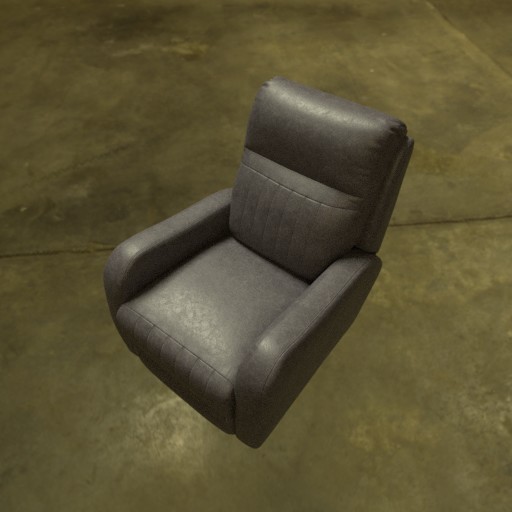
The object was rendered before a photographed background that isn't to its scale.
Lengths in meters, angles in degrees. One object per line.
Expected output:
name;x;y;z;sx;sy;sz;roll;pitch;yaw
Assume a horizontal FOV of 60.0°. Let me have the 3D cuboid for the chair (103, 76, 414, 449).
chair;0.000;0.000;1.818;0.865;1.067;1.067;30;53;26
